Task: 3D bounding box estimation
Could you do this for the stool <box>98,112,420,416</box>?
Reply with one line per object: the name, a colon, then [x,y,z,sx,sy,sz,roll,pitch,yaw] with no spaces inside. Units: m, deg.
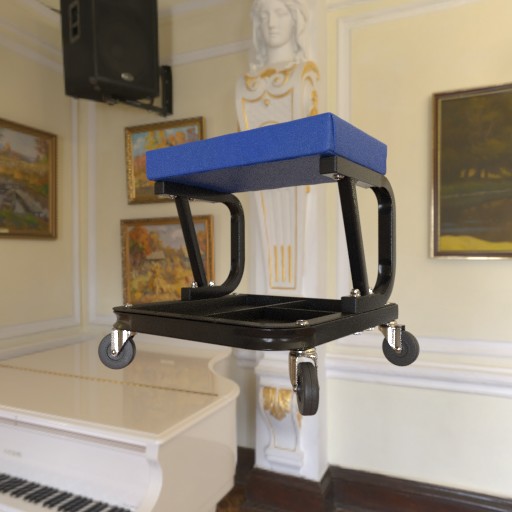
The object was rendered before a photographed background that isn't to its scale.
stool: [0.000,0.000,0.752,0.446,0.380,0.371,0,0,36]
